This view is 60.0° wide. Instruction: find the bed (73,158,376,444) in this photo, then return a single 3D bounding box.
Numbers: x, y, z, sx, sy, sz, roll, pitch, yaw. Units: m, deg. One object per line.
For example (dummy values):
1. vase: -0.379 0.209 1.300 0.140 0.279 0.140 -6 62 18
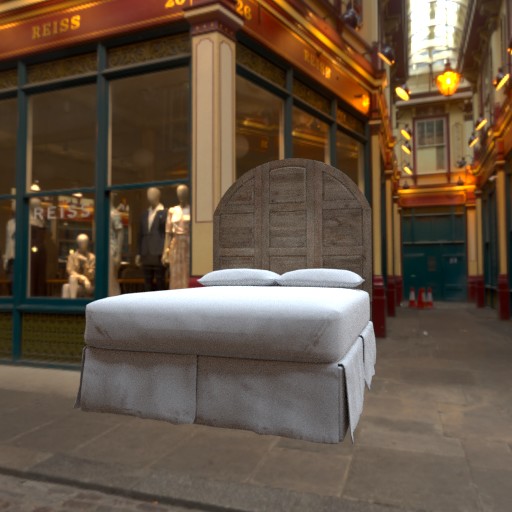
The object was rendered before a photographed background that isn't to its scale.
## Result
1. bed: 0.000 0.000 3.459 1.713 2.002 2.112 -1 -2 19
